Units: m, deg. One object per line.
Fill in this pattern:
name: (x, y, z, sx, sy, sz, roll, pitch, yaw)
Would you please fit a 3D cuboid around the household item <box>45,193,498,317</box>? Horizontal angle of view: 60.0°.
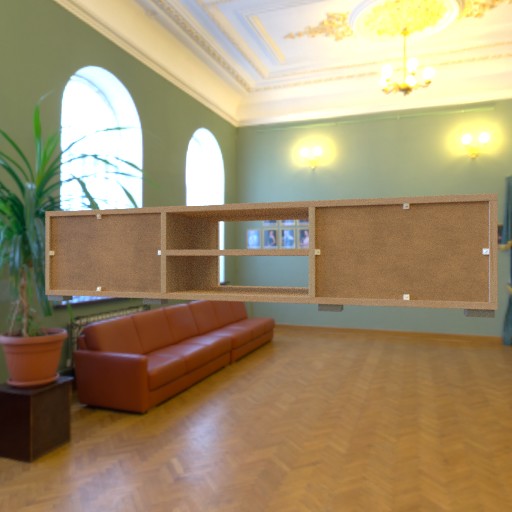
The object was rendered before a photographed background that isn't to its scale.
household item: (0.000, 0.000, 1.518, 1.400, 0.310, 0.420, 0, 0, 18)
